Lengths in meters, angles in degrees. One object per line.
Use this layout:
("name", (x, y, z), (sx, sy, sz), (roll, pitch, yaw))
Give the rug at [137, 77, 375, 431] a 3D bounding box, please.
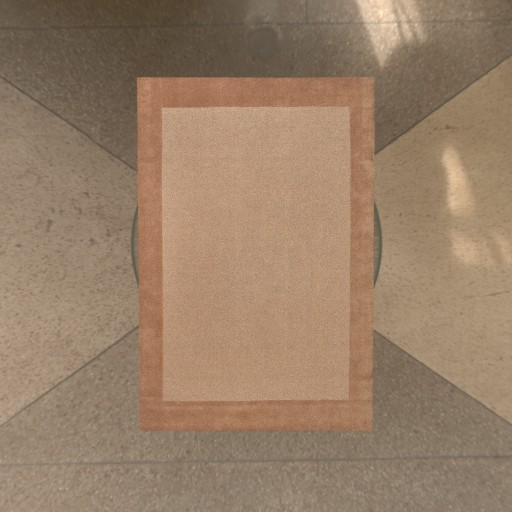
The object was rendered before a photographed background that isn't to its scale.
("rug", (0.000, 0.000, 2.294), (1.219, 0.014, 1.829), (0, 91, 0))
